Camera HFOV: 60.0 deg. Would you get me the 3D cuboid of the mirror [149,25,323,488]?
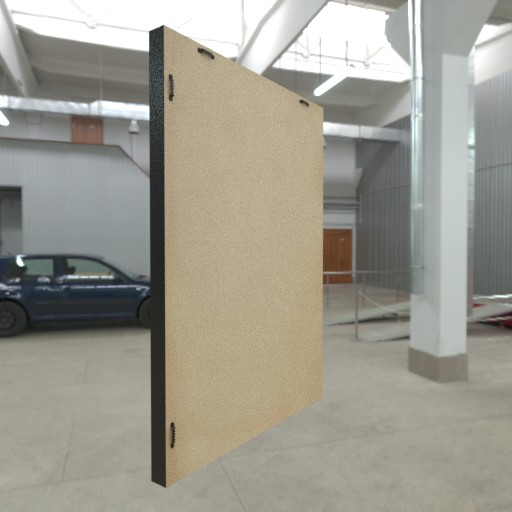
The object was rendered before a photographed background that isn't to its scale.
[{"bbox_3d":[0.000,0.000,0.891,0.040,0.710,0.507,1,2,37],"label":"mirror"}]
